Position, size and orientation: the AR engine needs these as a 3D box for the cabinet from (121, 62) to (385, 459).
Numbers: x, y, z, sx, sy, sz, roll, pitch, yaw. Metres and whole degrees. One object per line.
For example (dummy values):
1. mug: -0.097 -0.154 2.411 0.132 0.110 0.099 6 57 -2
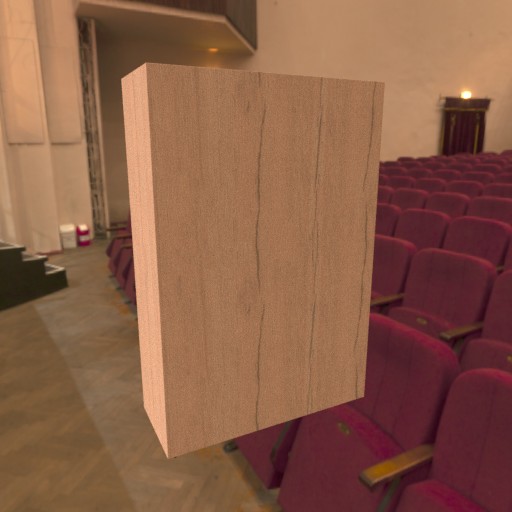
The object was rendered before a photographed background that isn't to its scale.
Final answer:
1. cabinet: 0.000 0.000 2.789 1.400 2.070 0.580 -7 16 -26
